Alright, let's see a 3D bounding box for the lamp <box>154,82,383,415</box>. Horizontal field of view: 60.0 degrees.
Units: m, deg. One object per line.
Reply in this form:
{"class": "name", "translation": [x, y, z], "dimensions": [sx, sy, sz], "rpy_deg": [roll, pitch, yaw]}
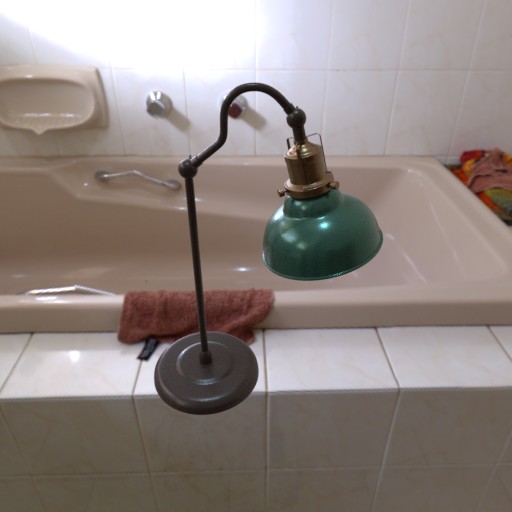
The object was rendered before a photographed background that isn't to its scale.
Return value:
{"class": "lamp", "translation": [0.000, 0.000, 0.685], "dimensions": [0.374, 0.508, 0.192], "rpy_deg": [1, 32, 1]}
